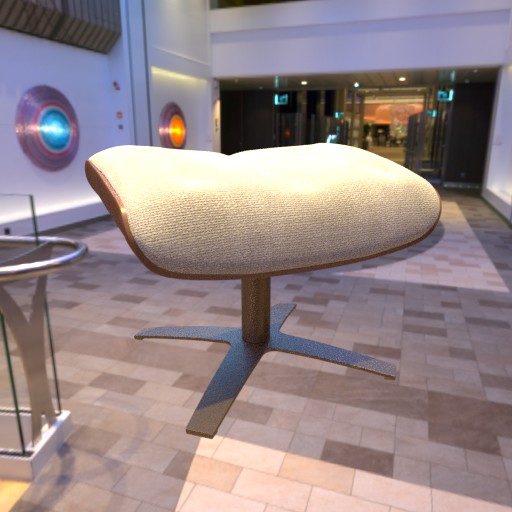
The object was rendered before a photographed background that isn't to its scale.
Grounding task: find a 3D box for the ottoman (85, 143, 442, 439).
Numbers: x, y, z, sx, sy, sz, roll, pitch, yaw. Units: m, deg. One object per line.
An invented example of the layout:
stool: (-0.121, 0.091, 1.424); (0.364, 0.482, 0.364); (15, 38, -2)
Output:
ottoman: (0.000, 0.000, 0.806); (0.520, 0.391, 0.394); (-8, 17, -26)
